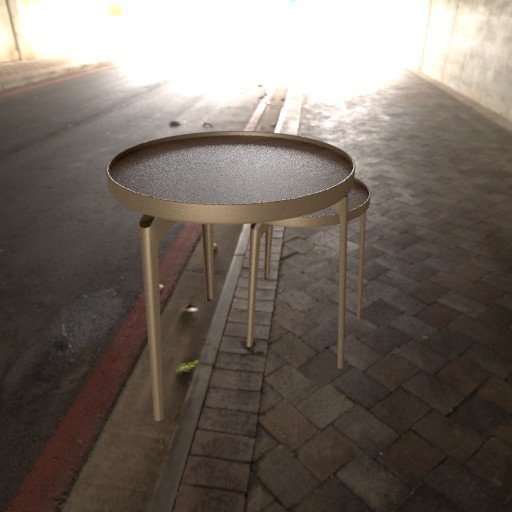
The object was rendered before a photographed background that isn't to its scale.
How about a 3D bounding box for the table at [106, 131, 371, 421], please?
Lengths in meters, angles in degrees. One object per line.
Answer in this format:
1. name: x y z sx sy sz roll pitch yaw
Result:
1. table: 0.000 0.000 1.160 0.532 0.555 0.751 21 35 33
